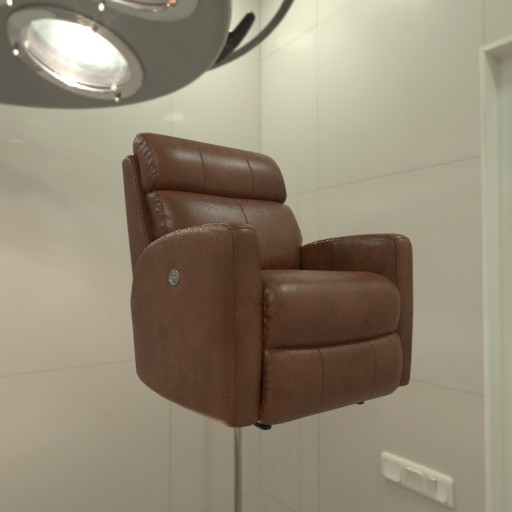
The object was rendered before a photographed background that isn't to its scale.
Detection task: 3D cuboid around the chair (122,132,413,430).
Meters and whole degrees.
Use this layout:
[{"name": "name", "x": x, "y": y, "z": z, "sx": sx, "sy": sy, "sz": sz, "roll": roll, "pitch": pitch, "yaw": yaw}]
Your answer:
[{"name": "chair", "x": 0.000, "y": 0.000, "z": 1.674, "sx": 0.787, "sy": 1.016, "sz": 0.939, "roll": 1, "pitch": -2, "yaw": -36}]
